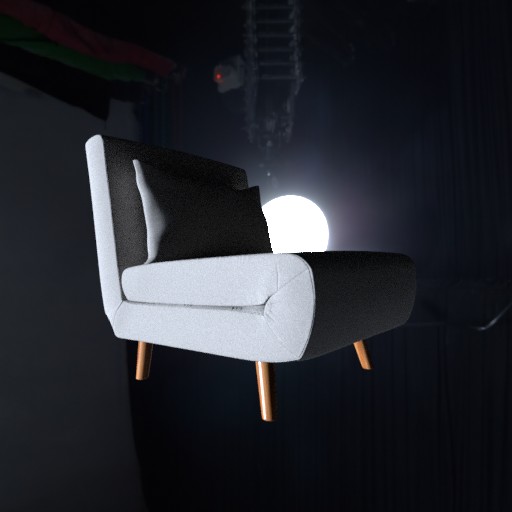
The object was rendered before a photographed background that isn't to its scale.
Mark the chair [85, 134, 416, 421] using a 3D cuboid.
[{"bbox_3d":[0.000,0.000,1.529,0.902,0.808,0.770,0,0,37],"label":"chair"}]
